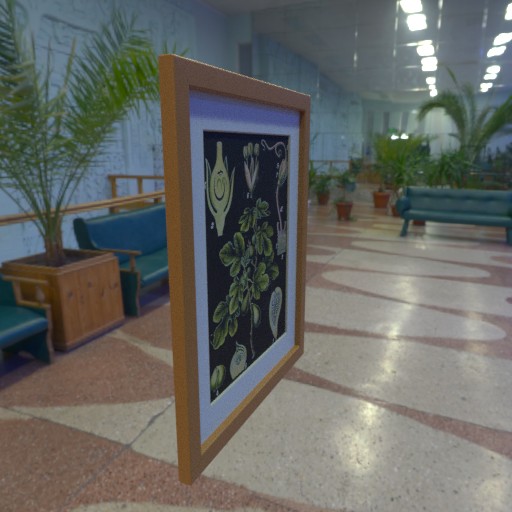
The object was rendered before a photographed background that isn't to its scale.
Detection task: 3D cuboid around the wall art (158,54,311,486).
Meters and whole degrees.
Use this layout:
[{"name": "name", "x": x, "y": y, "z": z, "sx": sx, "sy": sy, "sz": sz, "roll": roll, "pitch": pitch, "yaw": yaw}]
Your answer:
[{"name": "wall art", "x": 0.000, "y": 0.000, "z": 0.747, "sx": 0.022, "sy": 0.553, "sz": 0.452, "roll": 7, "pitch": 15, "yaw": 25}]
